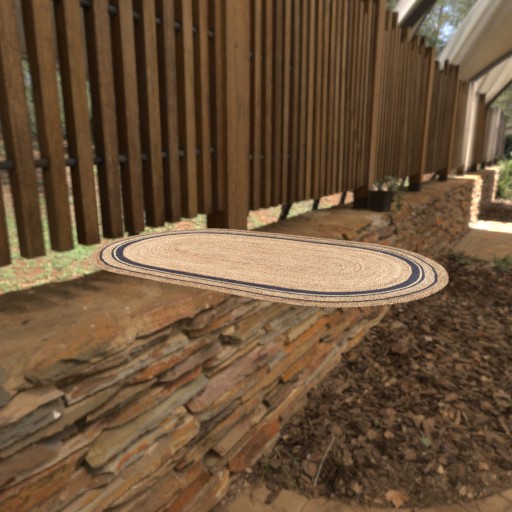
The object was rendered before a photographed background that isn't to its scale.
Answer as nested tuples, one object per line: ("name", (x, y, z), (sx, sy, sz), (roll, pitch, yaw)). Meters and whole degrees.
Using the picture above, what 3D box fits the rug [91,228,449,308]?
("rug", (0.000, 0.000, 3.030), (2.432, 0.006, 1.520), (7, 16, 27))
